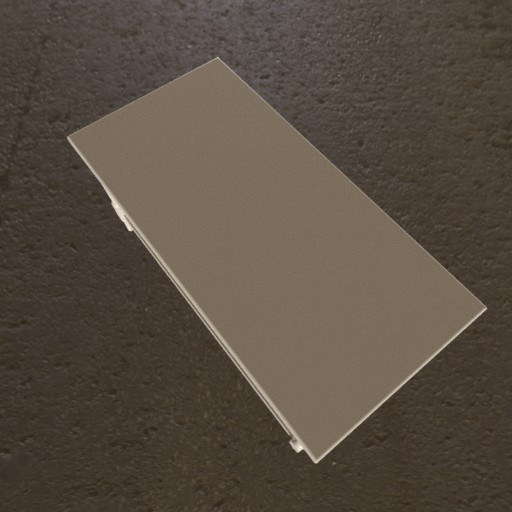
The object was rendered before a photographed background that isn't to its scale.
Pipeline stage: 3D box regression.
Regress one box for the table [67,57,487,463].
[{"bbox_3d":[0.000,0.000,1.411,0.550,0.510,1.107,-35,68,-16],"label":"table"}]
